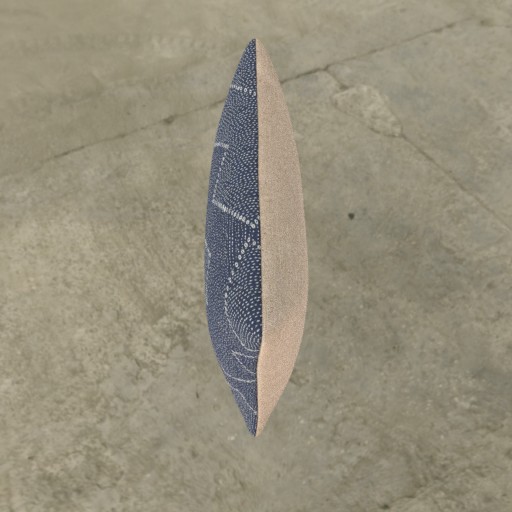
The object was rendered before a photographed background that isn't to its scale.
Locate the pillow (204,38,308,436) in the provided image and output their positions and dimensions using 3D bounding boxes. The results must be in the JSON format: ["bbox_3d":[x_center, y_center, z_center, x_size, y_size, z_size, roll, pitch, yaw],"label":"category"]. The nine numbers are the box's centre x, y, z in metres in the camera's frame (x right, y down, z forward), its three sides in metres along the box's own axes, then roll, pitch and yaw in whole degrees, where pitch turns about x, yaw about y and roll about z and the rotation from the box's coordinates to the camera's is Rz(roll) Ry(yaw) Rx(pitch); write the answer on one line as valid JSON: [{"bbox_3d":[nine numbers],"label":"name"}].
[{"bbox_3d":[0.000,0.000,0.665,0.148,0.428,0.435,-1,58,0],"label":"pillow"}]
